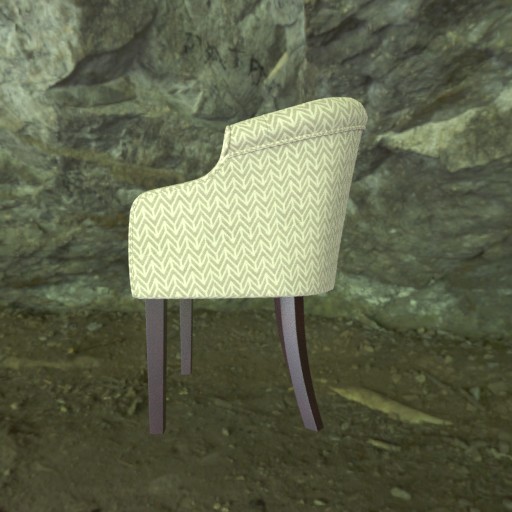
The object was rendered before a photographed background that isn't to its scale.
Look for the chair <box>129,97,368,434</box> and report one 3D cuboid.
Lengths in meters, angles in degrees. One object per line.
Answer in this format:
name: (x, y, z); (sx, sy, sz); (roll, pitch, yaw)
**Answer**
chair: (0.000, 0.000, 1.333); (0.613, 0.858, 0.686); (0, 2, -1)
